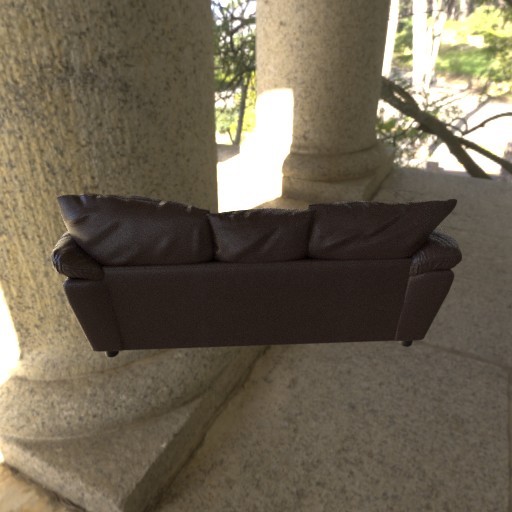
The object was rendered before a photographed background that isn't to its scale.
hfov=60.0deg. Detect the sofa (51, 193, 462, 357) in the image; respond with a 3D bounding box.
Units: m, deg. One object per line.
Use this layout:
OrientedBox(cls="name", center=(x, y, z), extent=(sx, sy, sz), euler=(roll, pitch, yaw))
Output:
OrientedBox(cls="sofa", center=(0.000, 0.000, 2.887), extent=(2.390, 1.091, 0.907), euler=(-1, 29, -3))
